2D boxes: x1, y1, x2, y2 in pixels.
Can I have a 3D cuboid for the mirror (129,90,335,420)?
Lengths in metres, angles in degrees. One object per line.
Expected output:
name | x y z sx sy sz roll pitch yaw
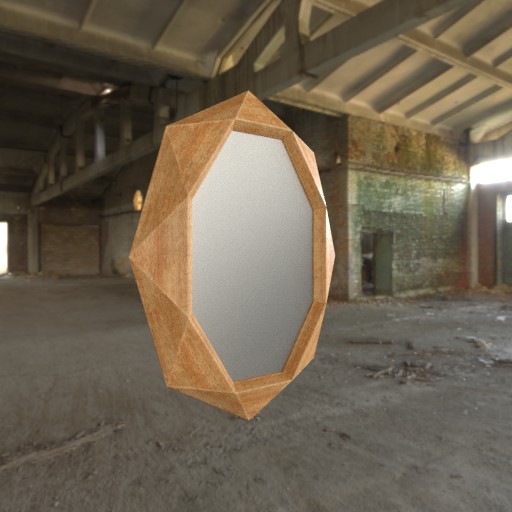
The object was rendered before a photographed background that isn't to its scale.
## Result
mirror | 0.000 0.000 1.018 0.577 0.774 0.070 0 1 -36
